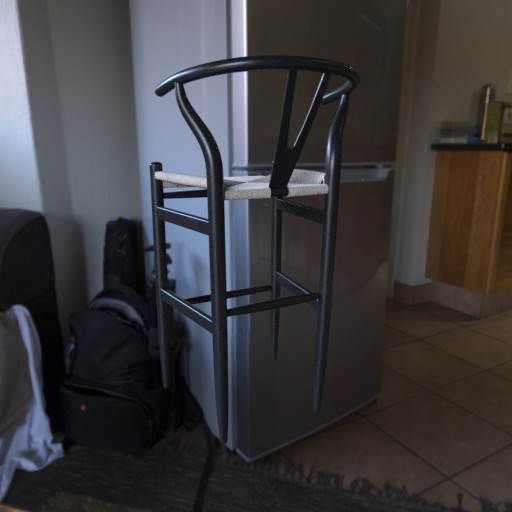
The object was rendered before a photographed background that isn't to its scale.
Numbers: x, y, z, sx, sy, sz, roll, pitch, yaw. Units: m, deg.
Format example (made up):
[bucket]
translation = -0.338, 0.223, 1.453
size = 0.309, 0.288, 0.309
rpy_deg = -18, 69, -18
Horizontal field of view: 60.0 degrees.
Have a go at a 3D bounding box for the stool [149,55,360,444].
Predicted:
[stool]
translation = 0.000, 0.000, 1.391
size = 0.569, 1.072, 0.579
rpy_deg = -7, 16, -27
